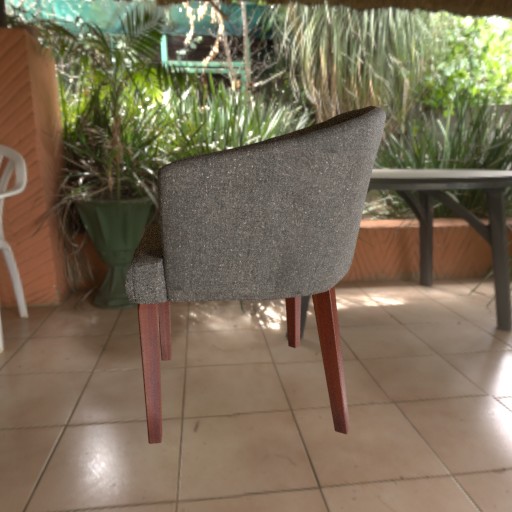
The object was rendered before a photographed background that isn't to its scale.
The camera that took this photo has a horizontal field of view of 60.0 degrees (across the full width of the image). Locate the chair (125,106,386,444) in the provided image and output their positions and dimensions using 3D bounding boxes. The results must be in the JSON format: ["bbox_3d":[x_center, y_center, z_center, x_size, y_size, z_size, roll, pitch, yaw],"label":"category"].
[{"bbox_3d":[0.000,0.000,1.261,0.655,0.811,0.583,-2,13,-8],"label":"chair"}]
